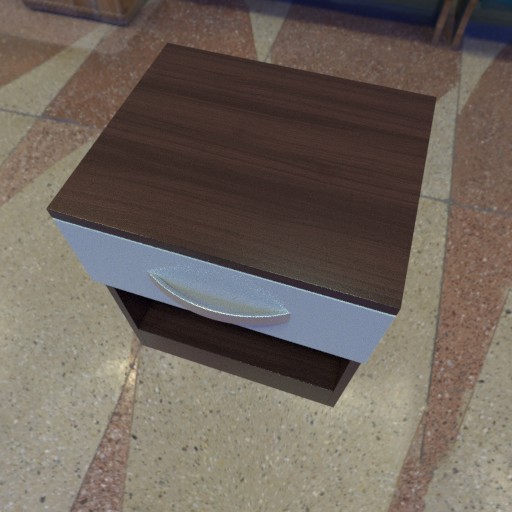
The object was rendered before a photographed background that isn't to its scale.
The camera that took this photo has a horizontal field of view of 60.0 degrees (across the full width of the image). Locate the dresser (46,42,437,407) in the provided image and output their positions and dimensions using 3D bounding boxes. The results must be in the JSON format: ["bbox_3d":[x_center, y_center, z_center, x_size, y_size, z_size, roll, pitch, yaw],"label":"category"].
[{"bbox_3d":[0.000,0.000,0.745,0.400,0.470,0.360,16,59,9],"label":"dresser"}]
